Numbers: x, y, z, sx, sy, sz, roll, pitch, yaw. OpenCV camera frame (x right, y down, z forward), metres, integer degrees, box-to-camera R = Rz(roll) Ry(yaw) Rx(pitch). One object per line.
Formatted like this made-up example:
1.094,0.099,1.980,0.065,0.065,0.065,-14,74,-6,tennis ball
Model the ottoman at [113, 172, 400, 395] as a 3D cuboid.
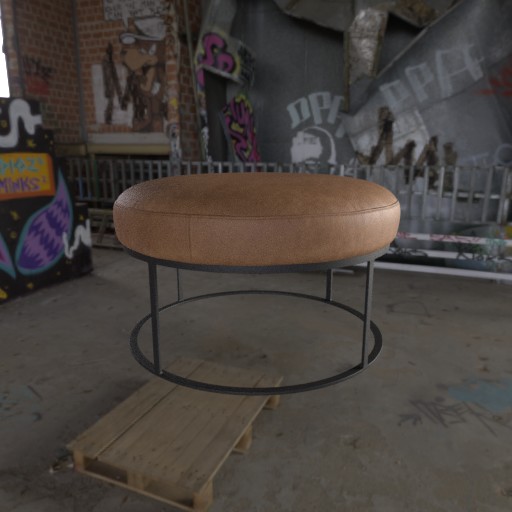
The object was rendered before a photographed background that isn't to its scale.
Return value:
0.000,0.000,1.284,0.771,0.460,0.771,0,13,0,ottoman
